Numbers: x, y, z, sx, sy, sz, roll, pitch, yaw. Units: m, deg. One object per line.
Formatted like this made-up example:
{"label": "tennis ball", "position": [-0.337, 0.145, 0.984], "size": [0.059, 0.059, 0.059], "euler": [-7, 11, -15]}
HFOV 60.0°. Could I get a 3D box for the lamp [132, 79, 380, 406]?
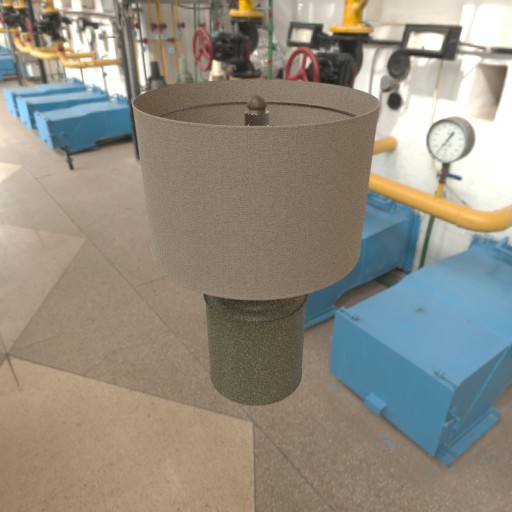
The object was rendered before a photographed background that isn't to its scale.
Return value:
{"label": "lamp", "position": [0.000, 0.000, 0.702], "size": [0.318, 0.486, 0.318], "euler": [0, 30, 0]}
